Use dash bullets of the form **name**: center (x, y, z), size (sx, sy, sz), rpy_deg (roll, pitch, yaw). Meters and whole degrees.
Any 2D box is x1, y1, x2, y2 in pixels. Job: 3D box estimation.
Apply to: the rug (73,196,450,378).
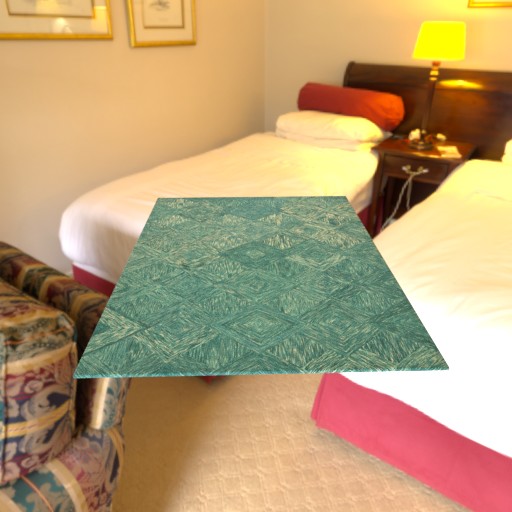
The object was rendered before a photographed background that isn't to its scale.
- **rug**: center (0.000, 0.000, 4.246), size (2.405, 0.027, 3.217), rpy_deg (-1, 28, -1)
